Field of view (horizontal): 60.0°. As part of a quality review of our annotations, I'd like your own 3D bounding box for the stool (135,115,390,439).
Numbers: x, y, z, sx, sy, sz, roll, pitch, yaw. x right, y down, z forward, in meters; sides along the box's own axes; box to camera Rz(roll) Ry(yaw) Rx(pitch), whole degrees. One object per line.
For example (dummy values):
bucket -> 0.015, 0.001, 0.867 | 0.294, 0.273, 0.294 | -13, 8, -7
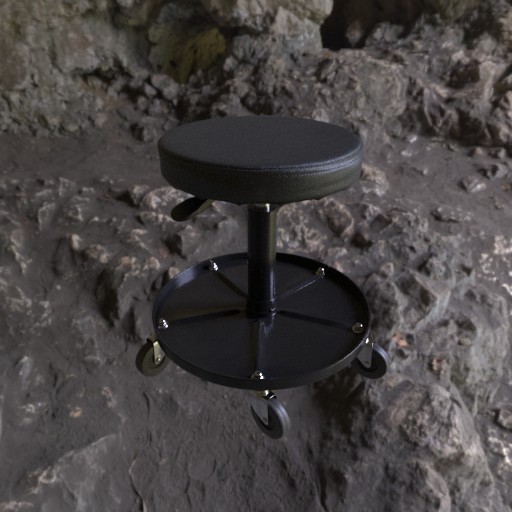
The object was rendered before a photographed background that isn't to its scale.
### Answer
stool -> 0.000, 0.000, 0.675 | 0.382, 0.365, 0.381 | -21, 35, -33
